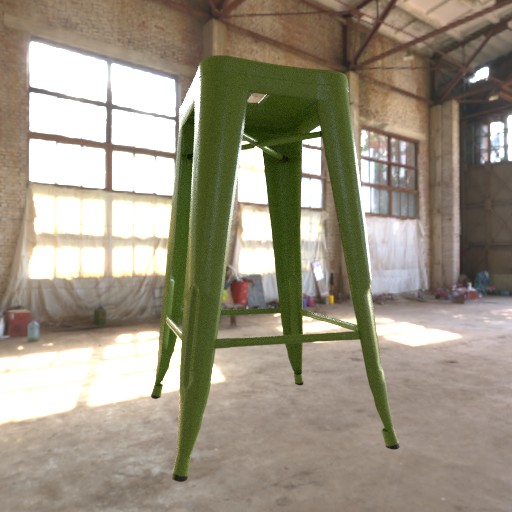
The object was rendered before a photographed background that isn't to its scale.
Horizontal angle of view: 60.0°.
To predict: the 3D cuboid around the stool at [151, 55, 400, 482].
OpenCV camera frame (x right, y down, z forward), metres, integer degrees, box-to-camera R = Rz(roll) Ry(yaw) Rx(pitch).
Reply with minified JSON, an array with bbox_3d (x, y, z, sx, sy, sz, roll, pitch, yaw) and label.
[{"bbox_3d":[0.000,0.000,0.831,0.358,0.609,0.398,0,0,-17],"label":"stool"}]
